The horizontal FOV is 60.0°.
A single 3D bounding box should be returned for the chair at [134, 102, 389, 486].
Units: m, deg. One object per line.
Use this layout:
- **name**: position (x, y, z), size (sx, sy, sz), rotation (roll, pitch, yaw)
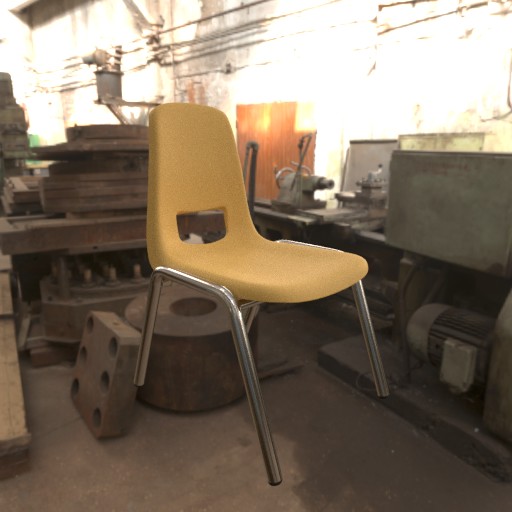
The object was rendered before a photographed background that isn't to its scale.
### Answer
- **chair**: position (0.000, 0.000, 0.854), size (0.423, 0.586, 0.354), rotation (13, 18, 43)
